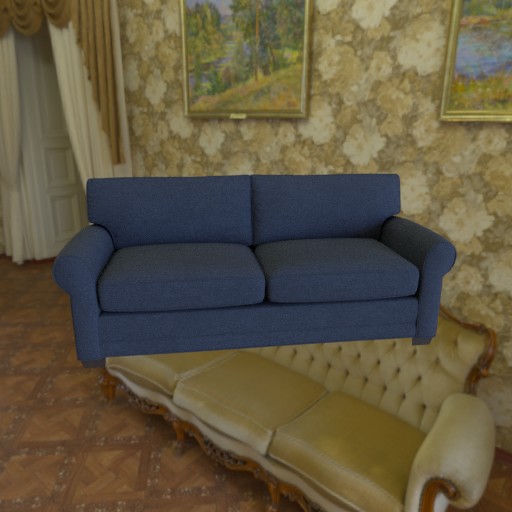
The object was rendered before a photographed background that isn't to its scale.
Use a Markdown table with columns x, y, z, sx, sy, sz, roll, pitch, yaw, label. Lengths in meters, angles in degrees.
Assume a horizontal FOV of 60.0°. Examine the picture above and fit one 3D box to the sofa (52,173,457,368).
| x | y | z | sx | sy | sz | roll | pitch | yaw | label |
| --- | --- | --- | --- | --- | --- | --- | --- | --- | --- |
| 0.000 | 0.000 | 2.983 | 2.391 | 1.026 | 0.954 | -2 | 17 | -8 | sofa |
